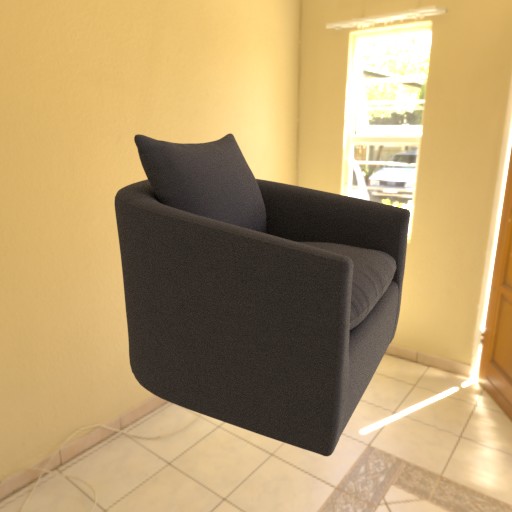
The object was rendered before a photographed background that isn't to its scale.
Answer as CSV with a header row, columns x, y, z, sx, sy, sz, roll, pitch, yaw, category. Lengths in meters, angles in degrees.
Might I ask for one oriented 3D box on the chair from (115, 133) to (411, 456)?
x,y,z,sx,sy,sz,roll,pitch,yaw,category
0.000,0.000,1.588,0.910,0.848,0.845,8,17,27,chair
